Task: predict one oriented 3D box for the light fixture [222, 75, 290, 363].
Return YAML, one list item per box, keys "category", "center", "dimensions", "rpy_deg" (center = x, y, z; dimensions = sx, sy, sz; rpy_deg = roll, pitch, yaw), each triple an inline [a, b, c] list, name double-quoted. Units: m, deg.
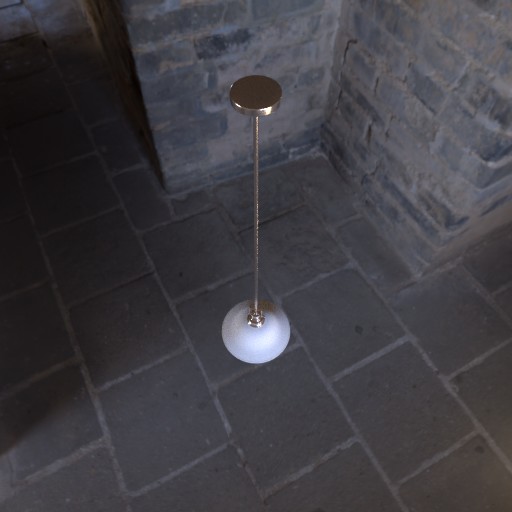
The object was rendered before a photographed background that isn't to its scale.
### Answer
- category: "light fixture"
  center: [0.000, 0.000, 1.528]
  dimensions: [0.324, 1.354, 0.324]
  rpy_deg: [13, 60, 8]
